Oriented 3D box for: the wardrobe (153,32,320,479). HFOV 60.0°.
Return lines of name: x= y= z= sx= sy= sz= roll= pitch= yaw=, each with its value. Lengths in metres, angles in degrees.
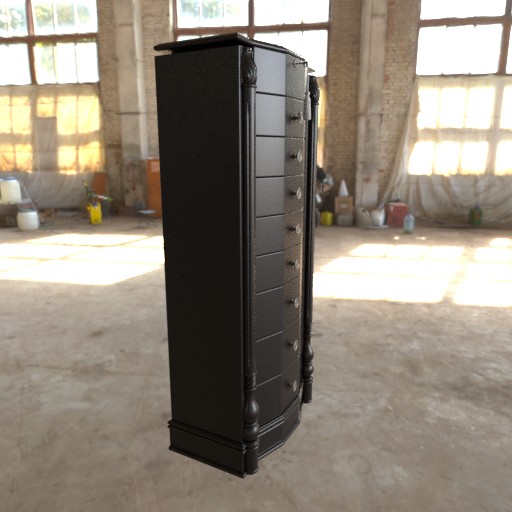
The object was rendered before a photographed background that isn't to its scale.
wardrobe: x=0.000 y=0.000 z=1.200 sx=0.295 sy=1.011 sz=0.444 roll=7 pitch=15 yaw=28
